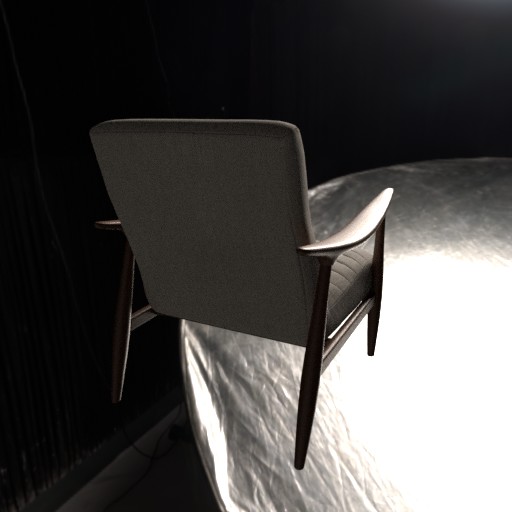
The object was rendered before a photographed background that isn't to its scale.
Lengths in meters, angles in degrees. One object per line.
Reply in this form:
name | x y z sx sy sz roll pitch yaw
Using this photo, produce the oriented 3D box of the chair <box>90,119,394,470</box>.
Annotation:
chair | 0.000 0.000 1.428 0.741 0.832 0.798 8 18 26
